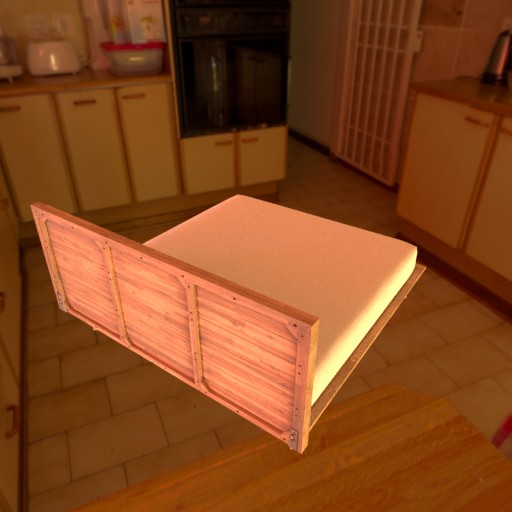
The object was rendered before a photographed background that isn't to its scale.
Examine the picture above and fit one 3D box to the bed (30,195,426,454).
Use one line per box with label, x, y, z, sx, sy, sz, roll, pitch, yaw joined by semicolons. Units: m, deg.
bed;0.000;0.000;3.424;2.116;1.100;2.167;20;36;30
